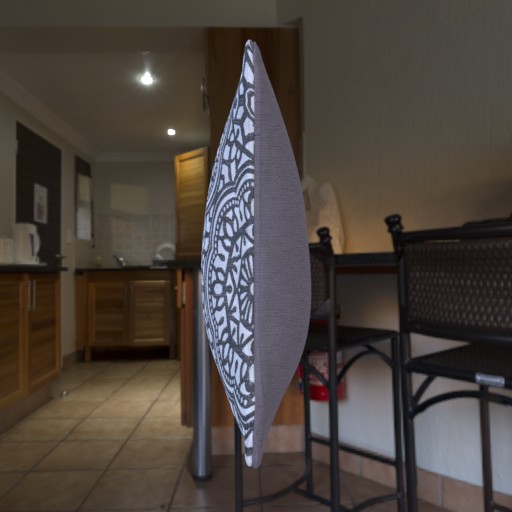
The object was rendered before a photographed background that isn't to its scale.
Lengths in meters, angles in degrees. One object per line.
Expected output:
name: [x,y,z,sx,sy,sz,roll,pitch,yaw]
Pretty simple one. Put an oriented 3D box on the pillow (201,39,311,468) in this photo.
pillow: [0.000,0.000,0.637,0.148,0.417,0.436,0,-1,1]
